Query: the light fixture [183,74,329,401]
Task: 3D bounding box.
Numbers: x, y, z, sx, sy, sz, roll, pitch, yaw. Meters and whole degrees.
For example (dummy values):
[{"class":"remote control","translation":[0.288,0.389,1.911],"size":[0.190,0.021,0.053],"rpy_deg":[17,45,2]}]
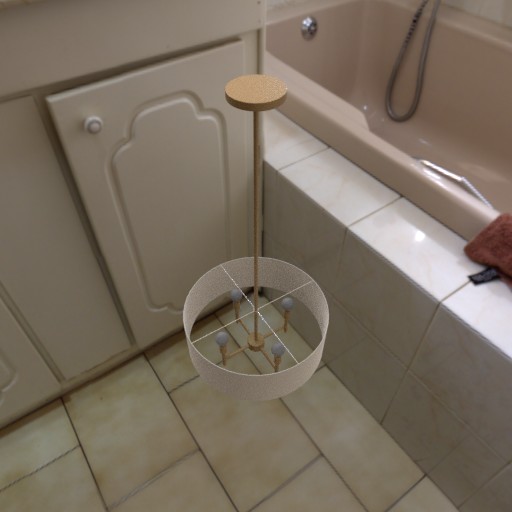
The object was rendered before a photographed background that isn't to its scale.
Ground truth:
[{"class":"light fixture","translation":[0.000,0.000,1.356],"size":[0.508,1.067,0.508],"rpy_deg":[0,47,0]}]
